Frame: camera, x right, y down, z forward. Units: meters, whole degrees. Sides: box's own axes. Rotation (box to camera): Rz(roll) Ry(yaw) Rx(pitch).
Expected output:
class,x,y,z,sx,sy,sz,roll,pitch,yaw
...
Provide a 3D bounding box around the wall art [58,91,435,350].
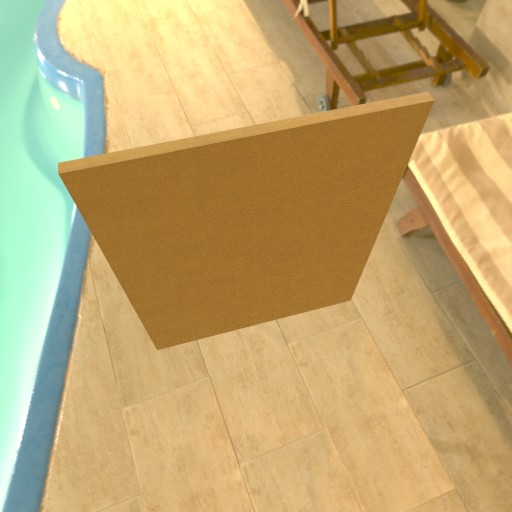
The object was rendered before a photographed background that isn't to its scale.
class,x,y,z,sx,sy,sz,roll,pitch,yaw
wall art,0.000,0.000,1.344,0.798,1.002,0.030,-13,60,-8
